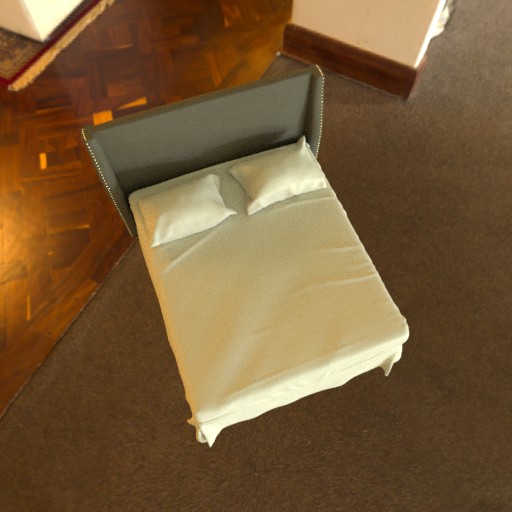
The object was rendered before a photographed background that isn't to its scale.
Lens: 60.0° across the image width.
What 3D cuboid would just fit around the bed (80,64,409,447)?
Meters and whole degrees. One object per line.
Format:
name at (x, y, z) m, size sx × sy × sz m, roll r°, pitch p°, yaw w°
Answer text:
bed at (0.000, 0.000, 3.484) m, size 1.925 × 1.332 × 2.276 m, roll -19°, pitch 65°, yaw -9°
